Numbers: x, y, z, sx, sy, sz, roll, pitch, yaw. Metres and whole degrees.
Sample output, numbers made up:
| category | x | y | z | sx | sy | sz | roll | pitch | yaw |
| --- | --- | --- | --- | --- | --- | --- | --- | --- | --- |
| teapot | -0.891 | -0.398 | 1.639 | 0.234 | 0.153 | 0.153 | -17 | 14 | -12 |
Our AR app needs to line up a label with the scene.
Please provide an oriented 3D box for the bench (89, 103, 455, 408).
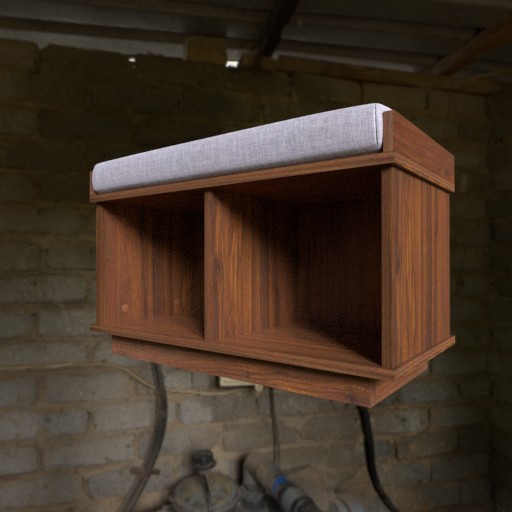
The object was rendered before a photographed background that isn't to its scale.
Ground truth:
| category | x | y | z | sx | sy | sz | roll | pitch | yaw |
| --- | --- | --- | --- | --- | --- | --- | --- | --- | --- |
| bench | 0.000 | 0.000 | 0.972 | 0.734 | 0.461 | 0.362 | 0 | -1 | 37 |
